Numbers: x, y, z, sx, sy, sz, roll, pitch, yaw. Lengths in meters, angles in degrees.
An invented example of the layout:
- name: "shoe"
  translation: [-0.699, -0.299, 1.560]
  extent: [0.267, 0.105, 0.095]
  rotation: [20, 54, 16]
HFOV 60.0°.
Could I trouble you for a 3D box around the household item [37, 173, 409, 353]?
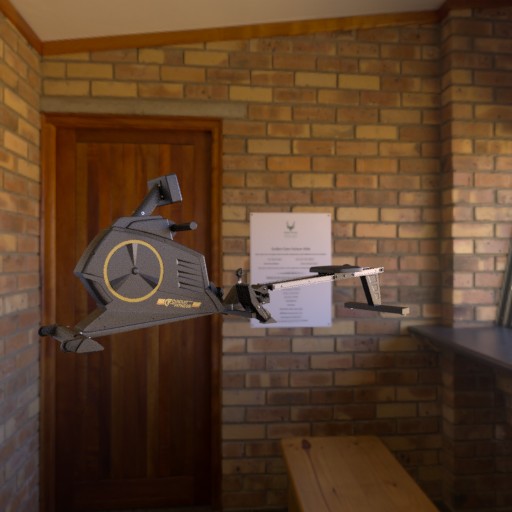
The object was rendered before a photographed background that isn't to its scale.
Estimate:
- name: "household item"
  translation: [0.000, 0.000, 2.598]
  extent: [2.251, 0.810, 0.521]
  rotation: [0, 0, -37]
